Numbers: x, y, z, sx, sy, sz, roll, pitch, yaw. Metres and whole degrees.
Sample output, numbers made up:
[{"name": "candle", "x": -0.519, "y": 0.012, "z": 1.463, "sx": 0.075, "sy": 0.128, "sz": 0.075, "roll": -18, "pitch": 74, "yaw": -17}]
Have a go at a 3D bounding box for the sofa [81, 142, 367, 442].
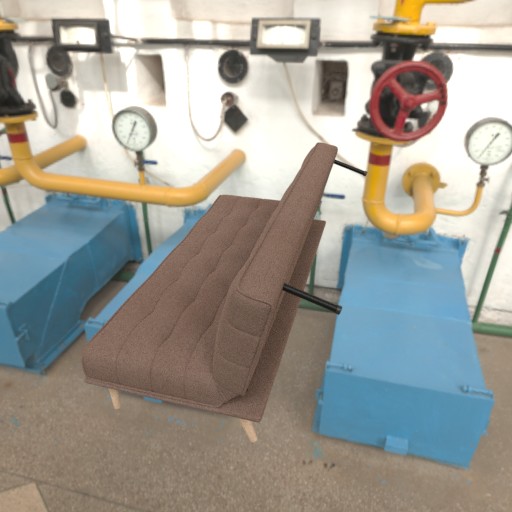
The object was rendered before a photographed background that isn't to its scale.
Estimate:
[{"name": "sofa", "x": 0.000, "y": 0.000, "z": 2.425, "sx": 1.038, "sy": 0.810, "sz": 1.820, "roll": 8, "pitch": 31, "yaw": 14}]
